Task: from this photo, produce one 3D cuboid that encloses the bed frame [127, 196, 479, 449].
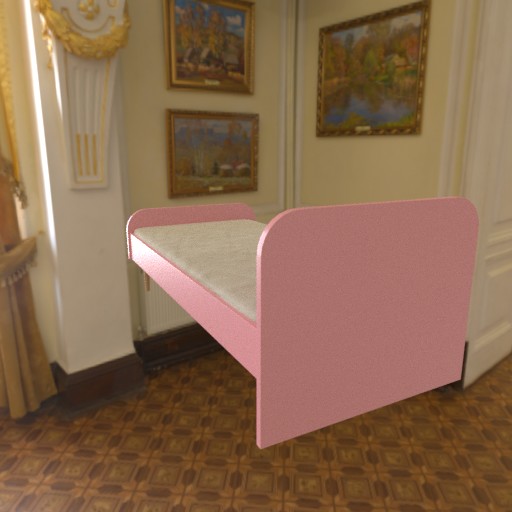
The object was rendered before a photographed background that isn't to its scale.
[{"bbox_3d":[0.000,0.000,2.468,0.998,0.805,1.963,-7,15,-27],"label":"bed frame"}]
